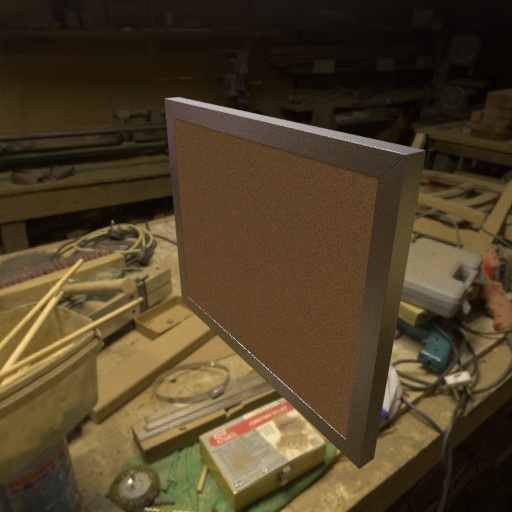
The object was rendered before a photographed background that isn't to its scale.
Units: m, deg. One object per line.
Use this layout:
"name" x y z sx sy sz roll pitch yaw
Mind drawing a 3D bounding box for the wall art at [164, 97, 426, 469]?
"wall art" 0.000 0.000 0.752 0.032 0.456 0.557 -18 31 -31
